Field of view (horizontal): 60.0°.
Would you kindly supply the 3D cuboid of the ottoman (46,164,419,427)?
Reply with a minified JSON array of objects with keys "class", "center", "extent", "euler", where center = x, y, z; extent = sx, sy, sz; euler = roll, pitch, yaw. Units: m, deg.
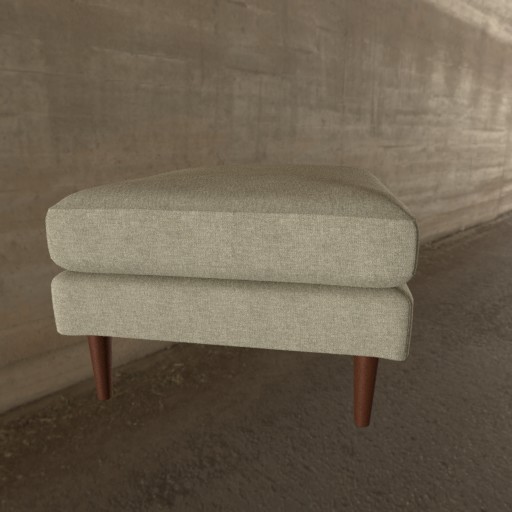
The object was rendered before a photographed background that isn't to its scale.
[{"class":"ottoman","center":[0.000,0.000,1.202],"extent":[0.693,0.474,0.821],"euler":[2,15,9]}]
